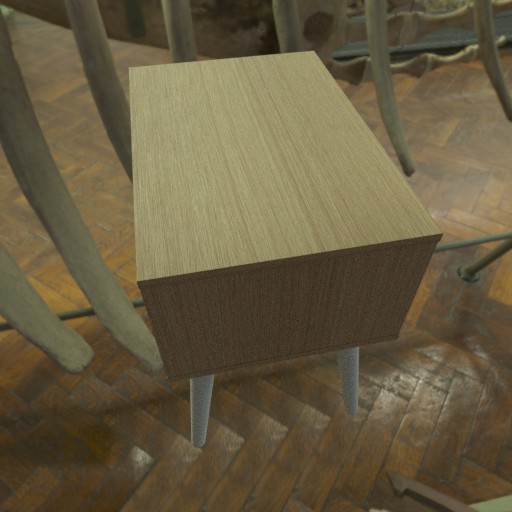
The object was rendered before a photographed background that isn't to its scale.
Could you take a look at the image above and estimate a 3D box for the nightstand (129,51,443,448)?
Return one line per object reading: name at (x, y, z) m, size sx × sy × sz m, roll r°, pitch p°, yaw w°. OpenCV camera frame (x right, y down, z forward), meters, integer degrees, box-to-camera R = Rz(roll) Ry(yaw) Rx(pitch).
nightstand at (0.000, 0.000, 0.960) m, size 0.407 × 0.610 × 0.571 m, roll -9°, pitch 48°, yaw -8°
